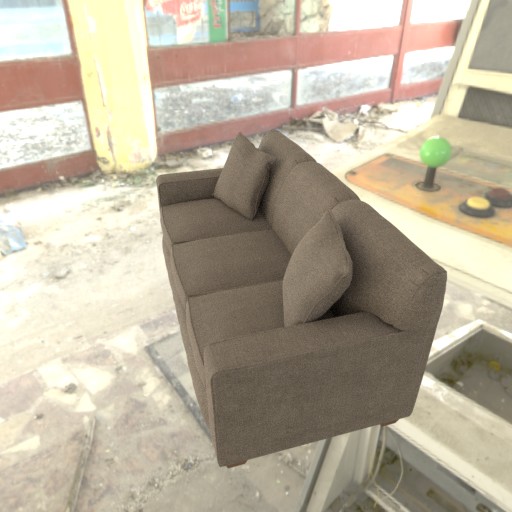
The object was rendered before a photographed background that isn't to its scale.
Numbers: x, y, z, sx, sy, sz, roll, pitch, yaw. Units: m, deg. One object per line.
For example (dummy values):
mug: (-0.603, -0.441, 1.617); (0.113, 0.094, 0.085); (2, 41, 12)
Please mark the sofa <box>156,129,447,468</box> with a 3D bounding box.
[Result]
sofa: (0.000, 0.000, 2.596); (0.997, 0.958, 2.024); (-9, 33, -14)
